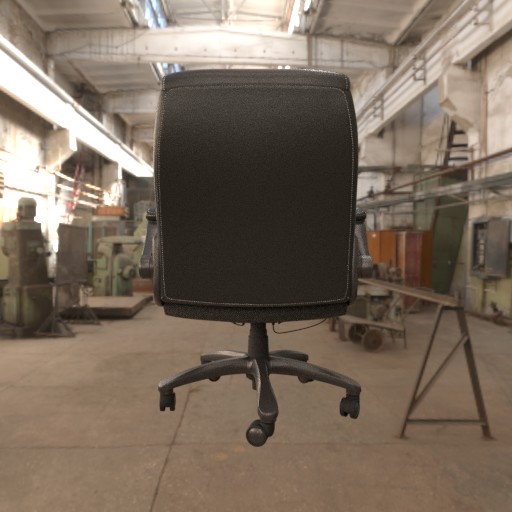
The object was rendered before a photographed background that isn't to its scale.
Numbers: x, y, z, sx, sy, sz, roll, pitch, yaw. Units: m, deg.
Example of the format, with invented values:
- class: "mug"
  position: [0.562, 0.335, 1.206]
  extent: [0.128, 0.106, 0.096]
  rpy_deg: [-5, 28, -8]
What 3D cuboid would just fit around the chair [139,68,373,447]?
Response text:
- class: "chair"
  position: [0.000, 0.000, 1.612]
  extent: [0.782, 1.110, 0.724]
  rpy_deg: [0, 2, 0]
